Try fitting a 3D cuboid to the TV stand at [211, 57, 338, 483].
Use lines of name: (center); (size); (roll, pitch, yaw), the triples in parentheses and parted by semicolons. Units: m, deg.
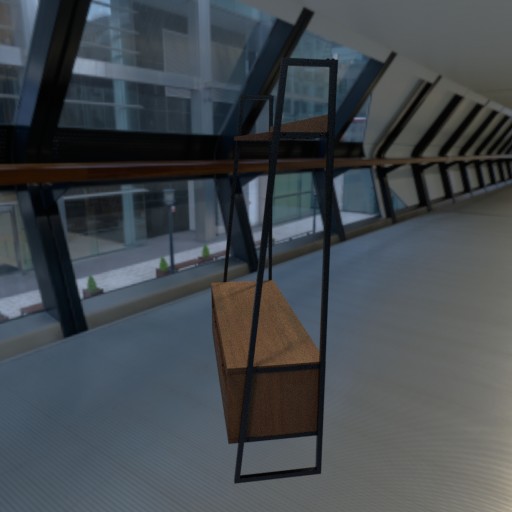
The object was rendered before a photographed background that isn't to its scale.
TV stand: (0.000, 0.000, 2.391); (0.432, 1.772, 1.250); (-2, 14, -9)
